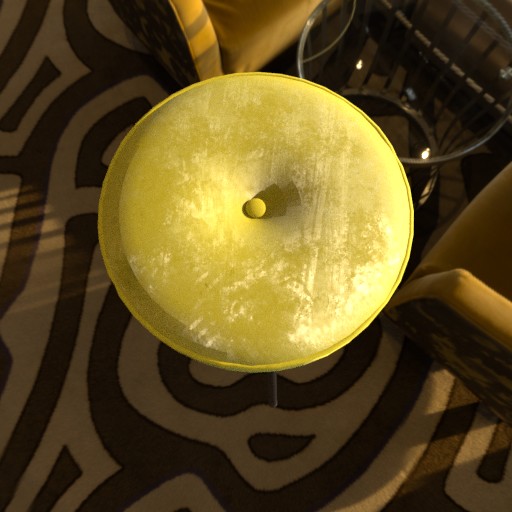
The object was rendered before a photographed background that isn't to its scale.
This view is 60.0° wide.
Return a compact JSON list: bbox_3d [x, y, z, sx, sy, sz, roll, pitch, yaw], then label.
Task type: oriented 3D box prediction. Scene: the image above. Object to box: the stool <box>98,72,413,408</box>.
[{"bbox_3d":[0.000,0.000,0.800,0.409,0.508,0.409,36,78,9],"label":"stool"}]
